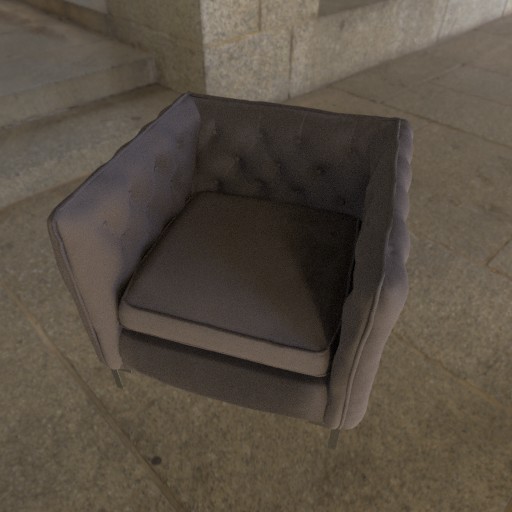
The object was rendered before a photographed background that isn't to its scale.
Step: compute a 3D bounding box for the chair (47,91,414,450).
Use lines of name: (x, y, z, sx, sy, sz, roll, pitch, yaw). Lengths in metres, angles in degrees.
chair: (0.000, 0.000, 1.589, 0.946, 0.807, 0.913, 11, 42, 13)
